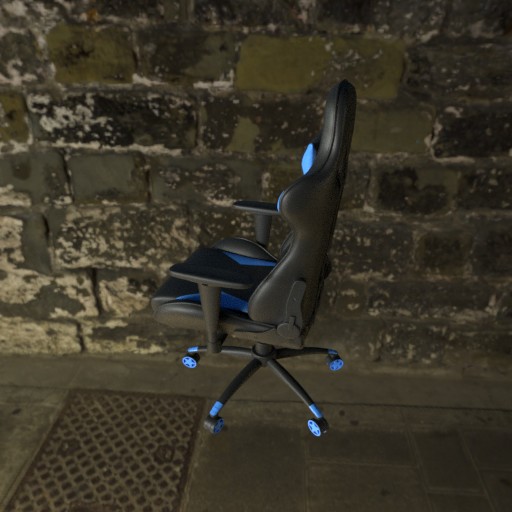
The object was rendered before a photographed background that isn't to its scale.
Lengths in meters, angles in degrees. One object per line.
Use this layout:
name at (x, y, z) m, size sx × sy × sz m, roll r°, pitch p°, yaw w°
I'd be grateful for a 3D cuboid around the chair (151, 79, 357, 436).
chair at (0.000, 0.000, 1.700) m, size 0.730 × 1.282 × 0.695 m, roll 9°, pitch 30°, yaw 16°
